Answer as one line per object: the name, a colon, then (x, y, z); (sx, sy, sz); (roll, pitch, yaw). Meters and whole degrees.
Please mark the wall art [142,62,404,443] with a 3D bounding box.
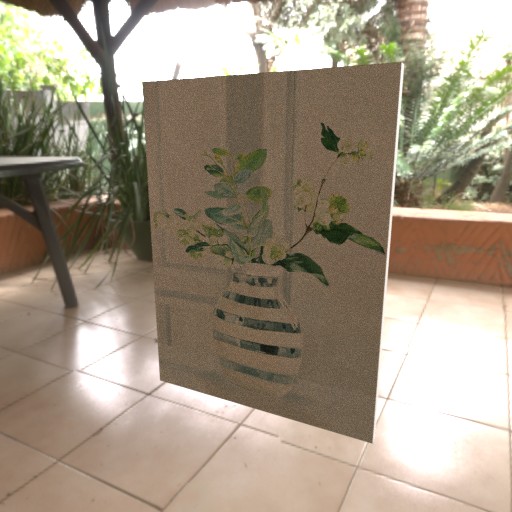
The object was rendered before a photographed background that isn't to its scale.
wall art: (0.000, 0.000, 1.580); (0.914, 1.212, 0.038); (7, 16, 26)
